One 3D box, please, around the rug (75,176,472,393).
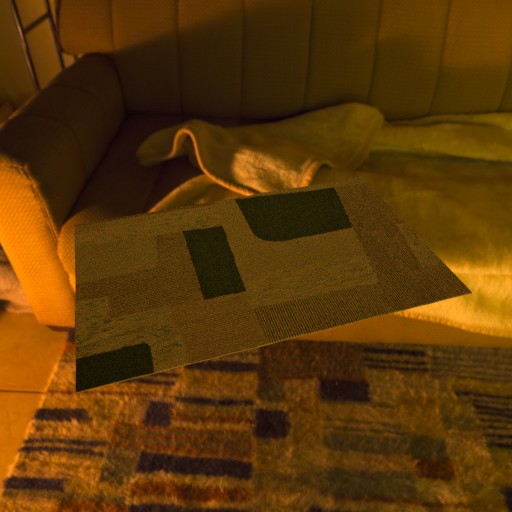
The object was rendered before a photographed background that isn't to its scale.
[{"bbox_3d":[0.000,0.000,3.117,2.436,0.015,1.521,-11,42,-13],"label":"rug"}]
